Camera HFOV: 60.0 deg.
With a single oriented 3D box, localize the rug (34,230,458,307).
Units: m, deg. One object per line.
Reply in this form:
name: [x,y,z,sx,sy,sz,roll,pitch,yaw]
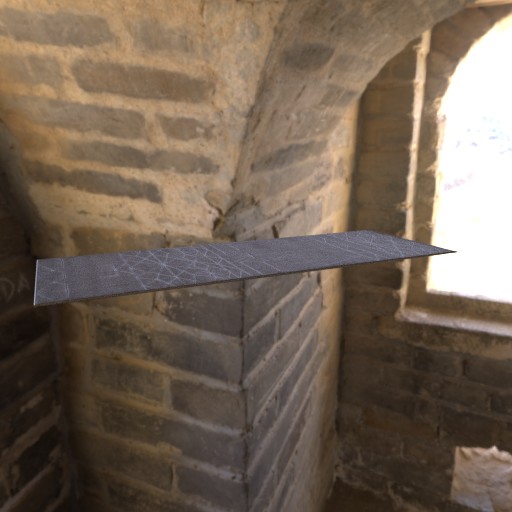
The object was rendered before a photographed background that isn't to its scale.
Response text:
rug: [0.000,0.000,2.669,2.388,0.012,0.864,-6,14,-24]
